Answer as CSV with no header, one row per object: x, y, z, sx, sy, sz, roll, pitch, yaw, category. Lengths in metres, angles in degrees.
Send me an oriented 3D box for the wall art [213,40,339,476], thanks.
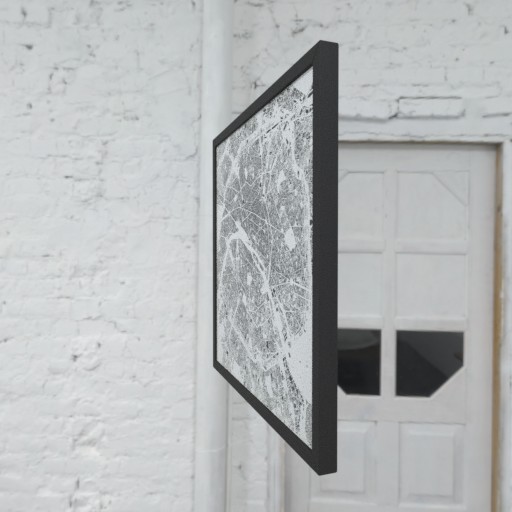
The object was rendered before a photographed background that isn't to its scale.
0.000,0.000,1.139,0.037,0.763,0.763,0,1,-20,wall art
